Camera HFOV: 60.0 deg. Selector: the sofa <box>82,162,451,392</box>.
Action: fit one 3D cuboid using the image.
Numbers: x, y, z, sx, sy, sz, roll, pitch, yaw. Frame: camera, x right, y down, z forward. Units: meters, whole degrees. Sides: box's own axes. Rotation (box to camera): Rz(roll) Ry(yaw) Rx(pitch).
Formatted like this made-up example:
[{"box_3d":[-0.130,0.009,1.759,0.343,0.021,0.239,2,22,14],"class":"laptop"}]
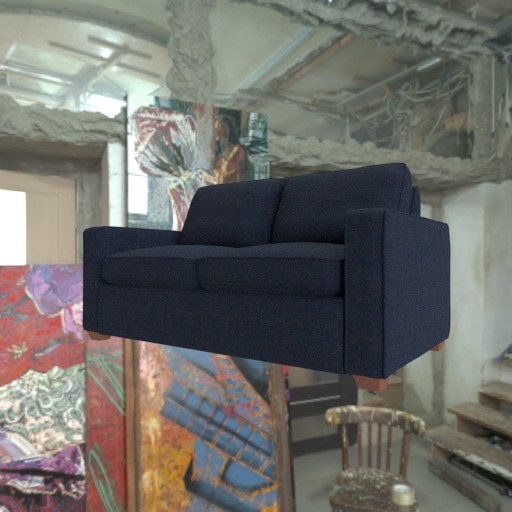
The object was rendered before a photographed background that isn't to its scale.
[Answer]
[{"box_3d":[0.000,0.000,2.290,1.709,0.918,0.947,0,0,36],"class":"sofa"}]
